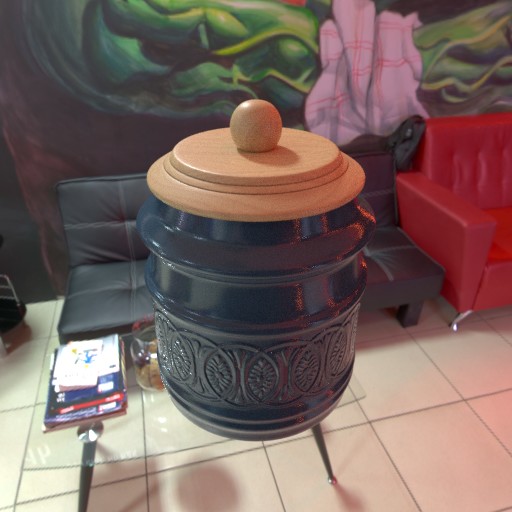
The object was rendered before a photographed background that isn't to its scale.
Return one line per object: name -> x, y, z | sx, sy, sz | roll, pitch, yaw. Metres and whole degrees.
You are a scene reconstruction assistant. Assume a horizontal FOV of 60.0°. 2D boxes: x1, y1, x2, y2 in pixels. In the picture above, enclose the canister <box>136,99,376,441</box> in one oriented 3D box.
canister -> 0.000, 0.000, 0.261 | 0.130, 0.176, 0.130 | 0, 31, 0
